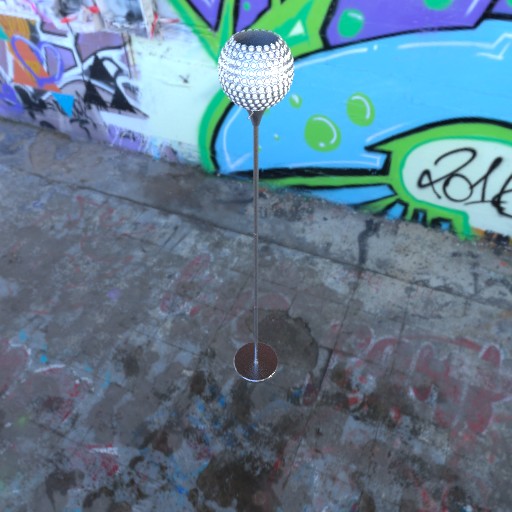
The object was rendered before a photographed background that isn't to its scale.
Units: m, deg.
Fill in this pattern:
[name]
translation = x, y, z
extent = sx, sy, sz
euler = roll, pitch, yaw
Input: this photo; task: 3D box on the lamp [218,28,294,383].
[lamp]
translation = 0.000, 0.000, 1.913
extent = 0.254, 1.805, 0.254
euler = 0, 46, 0
